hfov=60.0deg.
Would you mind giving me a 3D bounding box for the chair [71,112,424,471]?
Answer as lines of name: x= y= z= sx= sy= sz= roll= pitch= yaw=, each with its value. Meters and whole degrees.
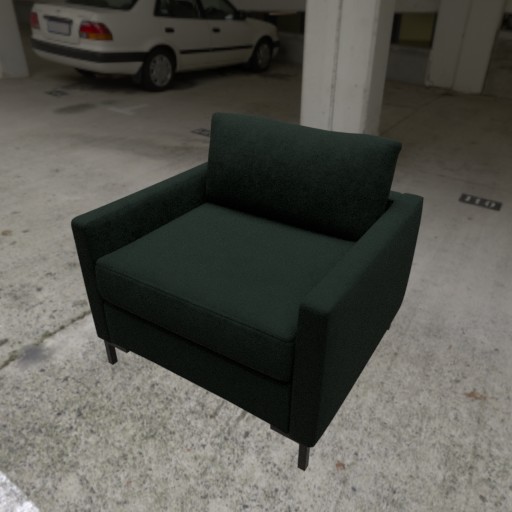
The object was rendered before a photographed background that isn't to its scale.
chair: x=0.000 y=0.000 z=1.632 sx=0.963 sy=0.861 sz=0.866 roll=18 pitch=34 yaw=28
